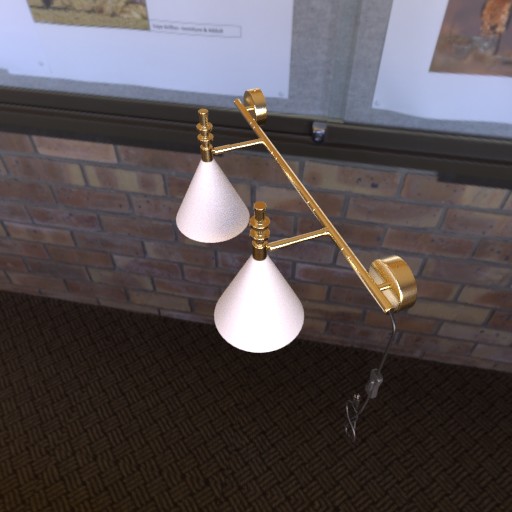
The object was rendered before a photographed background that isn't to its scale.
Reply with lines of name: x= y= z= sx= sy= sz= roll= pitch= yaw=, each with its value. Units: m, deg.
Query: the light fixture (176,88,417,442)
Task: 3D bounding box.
light fixture: x=0.000 y=0.000 z=0.858 sx=0.239 sy=0.468 sz=0.642 roll=-16 pitch=49 yaw=-14
